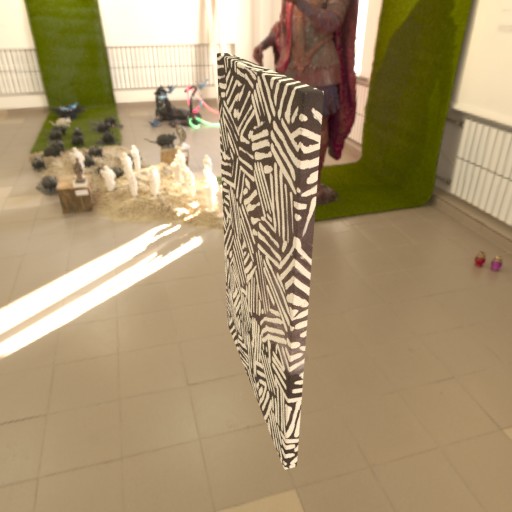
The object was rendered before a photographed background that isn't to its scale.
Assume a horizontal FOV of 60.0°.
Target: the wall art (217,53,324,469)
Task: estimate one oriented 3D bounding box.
[{"bbox_3d":[0.000,0.000,1.161,0.035,0.918,0.615,-9,31,-15],"label":"wall art"}]
